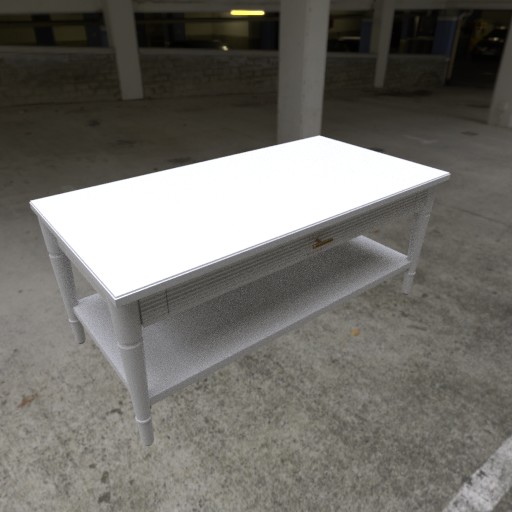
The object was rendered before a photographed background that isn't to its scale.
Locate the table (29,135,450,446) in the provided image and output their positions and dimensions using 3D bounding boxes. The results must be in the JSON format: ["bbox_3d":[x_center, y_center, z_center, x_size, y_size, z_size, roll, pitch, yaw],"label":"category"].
[{"bbox_3d":[0.000,0.000,1.364,1.067,0.457,0.559,-21,36,-32],"label":"table"}]
